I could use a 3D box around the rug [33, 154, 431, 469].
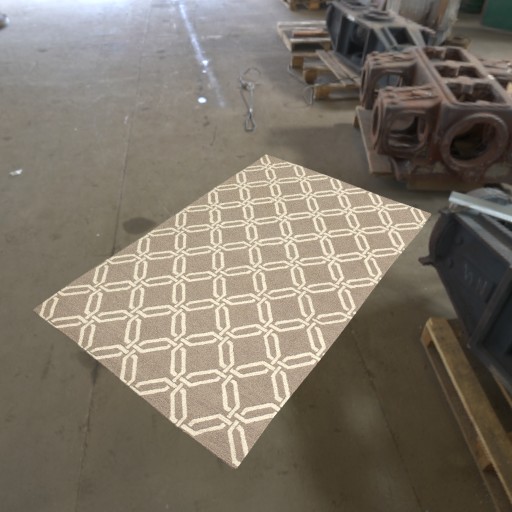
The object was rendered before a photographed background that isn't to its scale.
[{"bbox_3d":[0.000,0.000,2.190,1.142,0.010,1.748,26,48,27],"label":"rug"}]
